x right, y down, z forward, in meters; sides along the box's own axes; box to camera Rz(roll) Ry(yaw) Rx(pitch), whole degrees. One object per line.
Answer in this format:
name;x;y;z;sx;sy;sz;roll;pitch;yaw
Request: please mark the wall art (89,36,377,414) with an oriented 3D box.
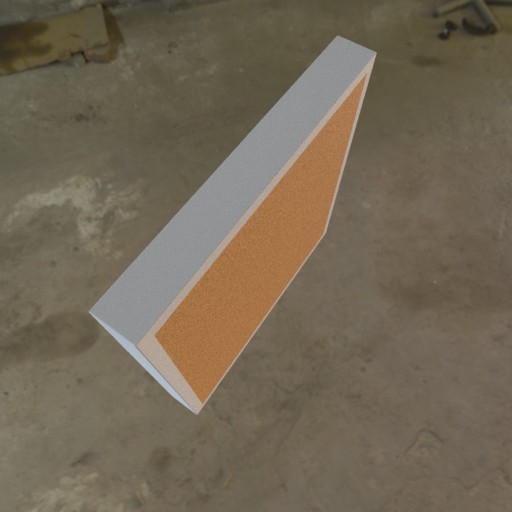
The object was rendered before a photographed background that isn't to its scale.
wall art;0.000;0.000;0.457;0.038;0.305;0.305;31;67;15
